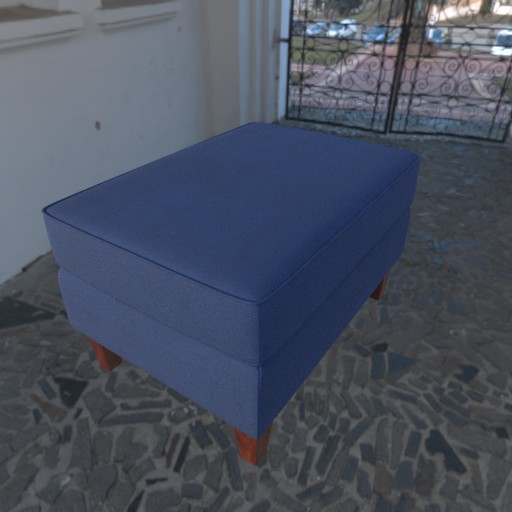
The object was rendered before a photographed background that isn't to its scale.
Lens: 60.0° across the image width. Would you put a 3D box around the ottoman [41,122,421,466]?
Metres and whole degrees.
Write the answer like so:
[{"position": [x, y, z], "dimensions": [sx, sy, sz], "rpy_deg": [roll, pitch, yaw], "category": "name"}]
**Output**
[{"position": [0.000, 0.000, 1.393], "dimensions": [0.686, 0.584, 0.965], "rpy_deg": [21, 38, 29], "category": "ottoman"}]
